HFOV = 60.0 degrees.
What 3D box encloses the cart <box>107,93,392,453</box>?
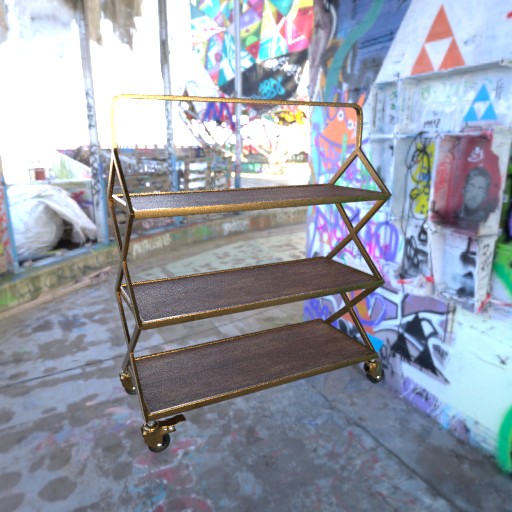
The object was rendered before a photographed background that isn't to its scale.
[{"bbox_3d":[0.000,0.000,1.203,0.723,0.805,0.313,-7,16,-26],"label":"cart"}]
